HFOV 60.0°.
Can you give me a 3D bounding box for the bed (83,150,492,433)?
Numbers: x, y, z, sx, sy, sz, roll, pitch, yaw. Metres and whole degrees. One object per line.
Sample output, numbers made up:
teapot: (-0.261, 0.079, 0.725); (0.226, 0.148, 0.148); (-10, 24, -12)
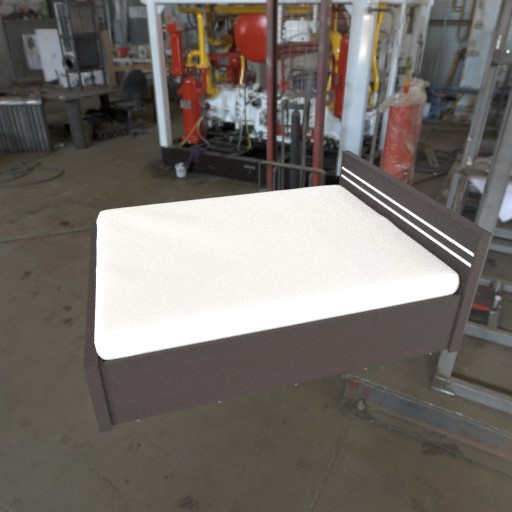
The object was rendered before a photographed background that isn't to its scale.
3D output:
bed: (0.000, 0.000, 2.945); (2.103, 0.808, 1.634); (-8, 30, -15)
